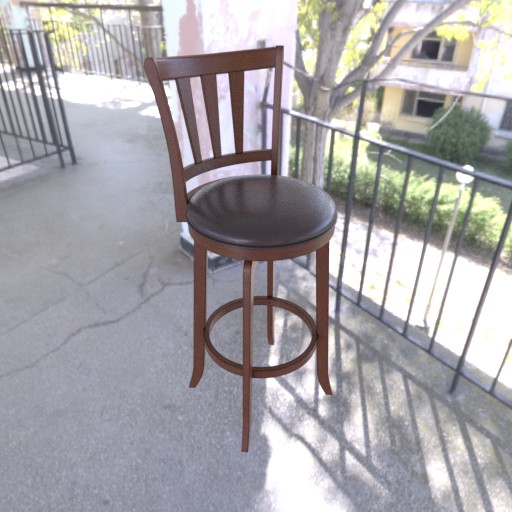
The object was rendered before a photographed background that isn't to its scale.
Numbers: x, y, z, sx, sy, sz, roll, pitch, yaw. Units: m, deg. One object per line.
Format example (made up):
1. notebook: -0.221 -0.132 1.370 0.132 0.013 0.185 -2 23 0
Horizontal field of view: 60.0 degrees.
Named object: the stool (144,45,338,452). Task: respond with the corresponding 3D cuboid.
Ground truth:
1. stool: 0.000 0.000 1.424 0.464 1.177 0.503 -22 37 -31
